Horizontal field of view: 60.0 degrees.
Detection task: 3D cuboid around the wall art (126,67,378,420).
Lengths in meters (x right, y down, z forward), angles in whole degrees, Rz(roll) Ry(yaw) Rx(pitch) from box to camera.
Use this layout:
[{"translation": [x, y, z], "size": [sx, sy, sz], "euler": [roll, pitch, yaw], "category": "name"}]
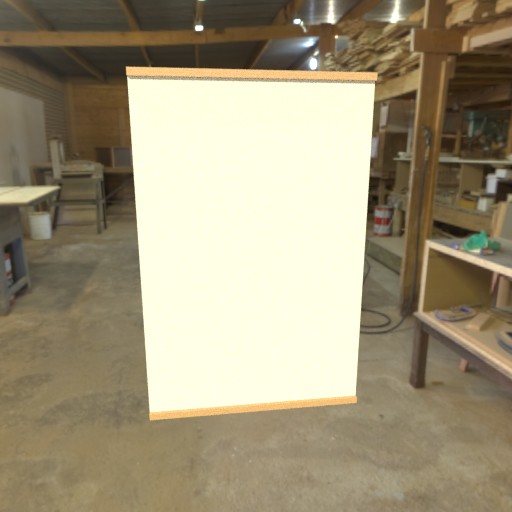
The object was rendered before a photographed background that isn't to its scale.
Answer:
[{"translation": [0.000, 0.000, 1.936], "size": [0.991, 1.510, 0.040], "euler": [-2, 14, -8], "category": "wall art"}]
